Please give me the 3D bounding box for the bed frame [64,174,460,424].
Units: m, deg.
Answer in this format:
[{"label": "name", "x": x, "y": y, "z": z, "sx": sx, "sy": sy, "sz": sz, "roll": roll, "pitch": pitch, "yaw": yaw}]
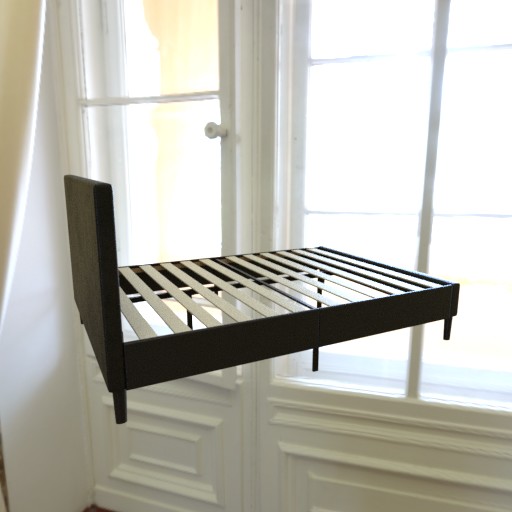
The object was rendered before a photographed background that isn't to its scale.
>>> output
[{"label": "bed frame", "x": 0.000, "y": 0.000, "z": 2.921, "sx": 2.152, "sy": 1.046, "sz": 1.469, "roll": -6, "pitch": 13, "yaw": -27}]
